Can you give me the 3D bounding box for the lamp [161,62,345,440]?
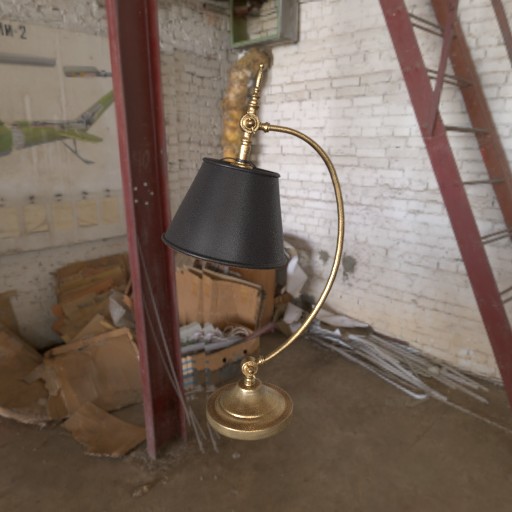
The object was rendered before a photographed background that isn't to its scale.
[{"bbox_3d":[0.000,0.000,0.834,0.344,0.675,0.235,-2,15,-8],"label":"lamp"}]
